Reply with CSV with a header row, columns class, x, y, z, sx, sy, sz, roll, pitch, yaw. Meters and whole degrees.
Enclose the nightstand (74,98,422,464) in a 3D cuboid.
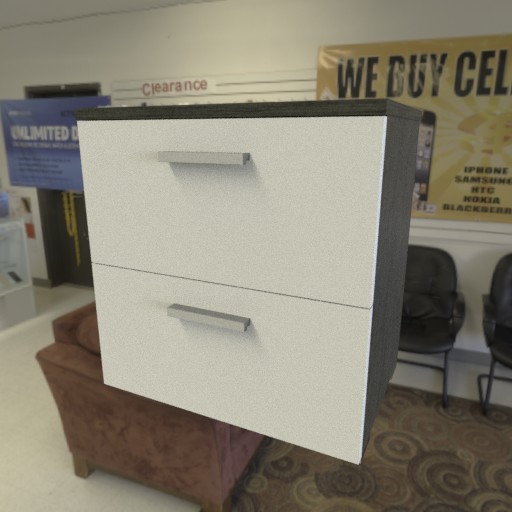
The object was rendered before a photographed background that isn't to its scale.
class,x,y,z,sx,sy,sz,roll,pitch,yaw
nightstand,0.000,0.000,0.733,0.441,0.460,0.325,7,17,25
